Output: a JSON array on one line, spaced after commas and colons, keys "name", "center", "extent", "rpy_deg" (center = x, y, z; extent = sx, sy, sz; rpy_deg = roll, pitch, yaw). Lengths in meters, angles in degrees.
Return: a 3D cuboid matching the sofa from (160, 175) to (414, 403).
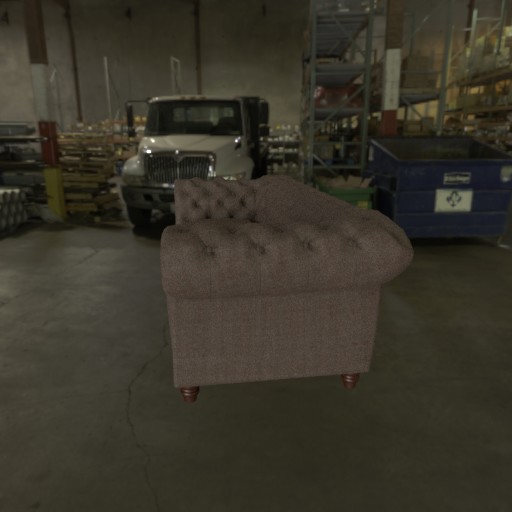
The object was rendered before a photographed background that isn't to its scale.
[{"name": "sofa", "center": [0.000, 0.000, 2.546], "extent": [0.944, 0.780, 2.048], "rpy_deg": [-2, 16, -8]}]
